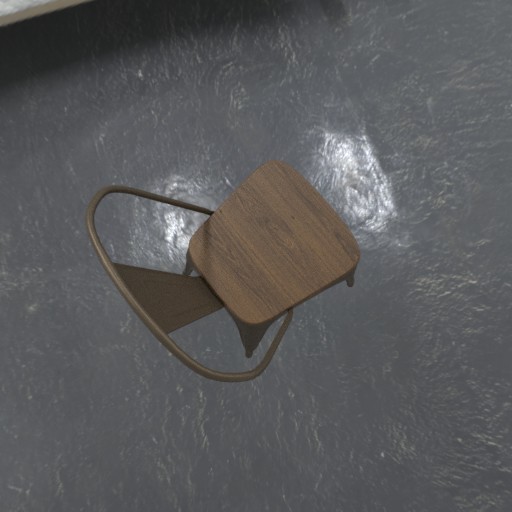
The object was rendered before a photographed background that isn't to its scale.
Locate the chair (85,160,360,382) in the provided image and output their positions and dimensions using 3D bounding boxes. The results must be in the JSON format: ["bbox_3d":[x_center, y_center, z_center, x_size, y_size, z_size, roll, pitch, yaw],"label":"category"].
[{"bbox_3d":[0.000,0.000,1.150,0.532,0.844,0.451,-38,80,-8],"label":"chair"}]
